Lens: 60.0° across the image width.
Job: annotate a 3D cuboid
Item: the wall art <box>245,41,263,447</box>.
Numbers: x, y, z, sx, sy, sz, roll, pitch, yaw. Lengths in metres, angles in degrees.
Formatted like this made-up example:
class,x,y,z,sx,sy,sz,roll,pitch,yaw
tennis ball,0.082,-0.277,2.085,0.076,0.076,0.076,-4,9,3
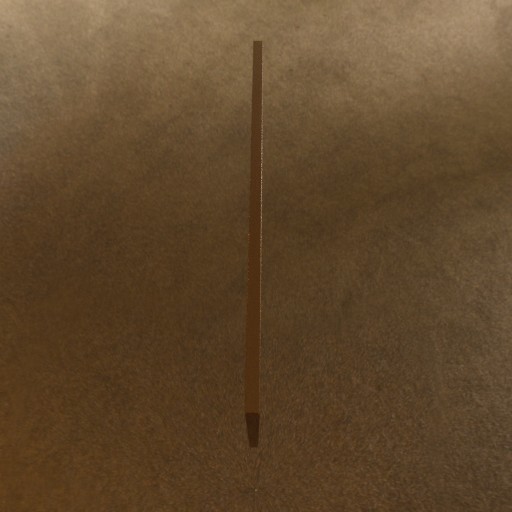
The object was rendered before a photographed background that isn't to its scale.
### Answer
class,x,y,z,sx,sy,sz,roll,pitch,yaw
wall art,0.000,0.000,0.572,0.012,0.304,0.431,1,62,0
